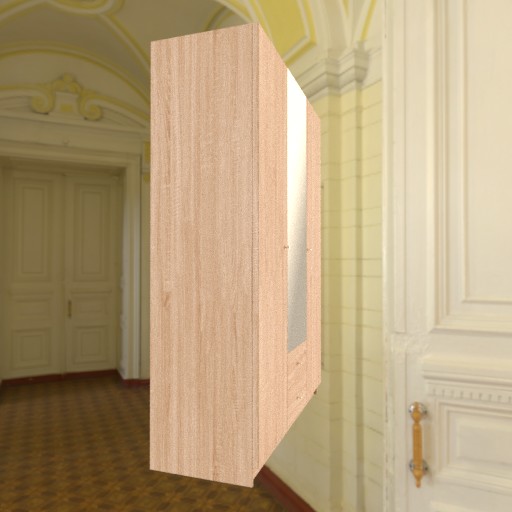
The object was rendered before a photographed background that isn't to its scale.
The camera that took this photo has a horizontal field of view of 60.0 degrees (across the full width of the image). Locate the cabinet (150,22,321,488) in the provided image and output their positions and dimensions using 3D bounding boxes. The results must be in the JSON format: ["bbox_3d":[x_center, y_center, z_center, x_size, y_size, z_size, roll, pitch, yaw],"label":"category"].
[{"bbox_3d":[0.000,0.000,2.807,0.590,2.120,1.500,0,-1,19],"label":"cabinet"}]
